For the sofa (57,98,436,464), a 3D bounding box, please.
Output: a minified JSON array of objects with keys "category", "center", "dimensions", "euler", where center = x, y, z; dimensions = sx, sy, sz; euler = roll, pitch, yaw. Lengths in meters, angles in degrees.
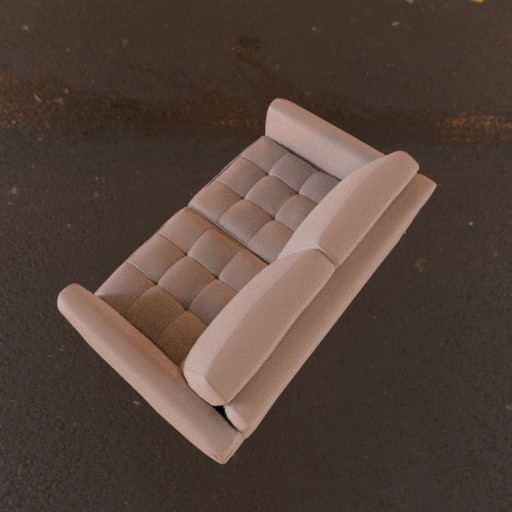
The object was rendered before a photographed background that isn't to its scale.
[{"category":"sofa","center":[0.000,0.000,2.392],"dimensions":[1.121,0.930,1.819],"euler":[36,68,17]}]
